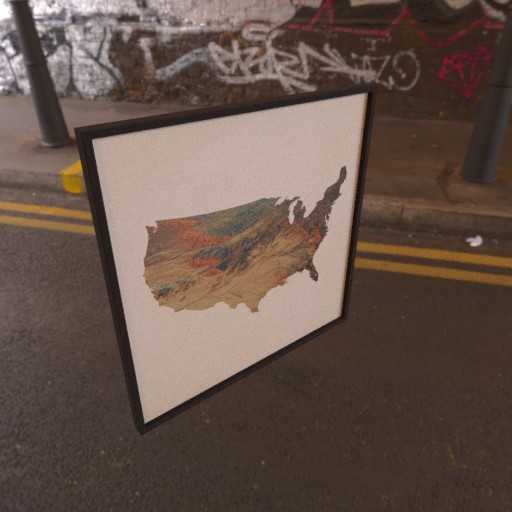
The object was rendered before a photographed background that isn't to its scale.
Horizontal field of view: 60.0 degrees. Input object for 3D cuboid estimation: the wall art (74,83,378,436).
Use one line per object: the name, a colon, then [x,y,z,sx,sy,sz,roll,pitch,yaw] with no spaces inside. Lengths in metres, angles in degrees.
wall art: [0.000,0.000,1.139,0.762,0.762,0.038,-21,36,-32]
